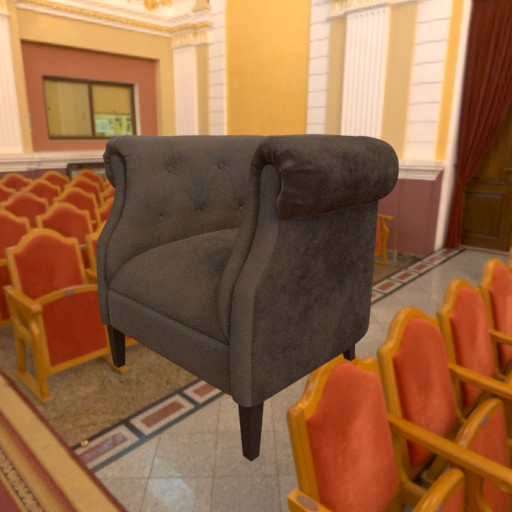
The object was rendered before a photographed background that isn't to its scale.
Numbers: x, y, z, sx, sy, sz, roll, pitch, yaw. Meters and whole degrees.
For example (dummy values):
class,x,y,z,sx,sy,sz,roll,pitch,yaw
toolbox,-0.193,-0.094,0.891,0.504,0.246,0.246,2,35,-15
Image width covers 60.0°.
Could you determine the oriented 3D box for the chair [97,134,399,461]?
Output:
class,x,y,z,sx,sy,sz,roll,pitch,yaw
chair,0.000,0.000,1.561,0.904,0.826,0.851,15,21,42
